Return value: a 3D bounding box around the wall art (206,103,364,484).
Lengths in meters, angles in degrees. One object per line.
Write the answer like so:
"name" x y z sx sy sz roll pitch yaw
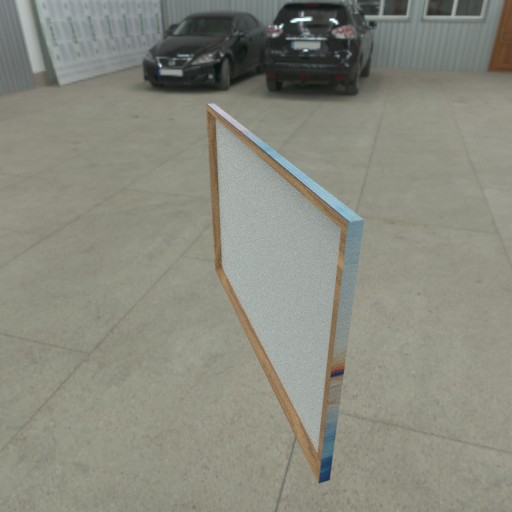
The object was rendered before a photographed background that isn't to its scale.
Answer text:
"wall art" 0.000 0.000 0.770 0.018 0.402 0.604 -9 31 -16
